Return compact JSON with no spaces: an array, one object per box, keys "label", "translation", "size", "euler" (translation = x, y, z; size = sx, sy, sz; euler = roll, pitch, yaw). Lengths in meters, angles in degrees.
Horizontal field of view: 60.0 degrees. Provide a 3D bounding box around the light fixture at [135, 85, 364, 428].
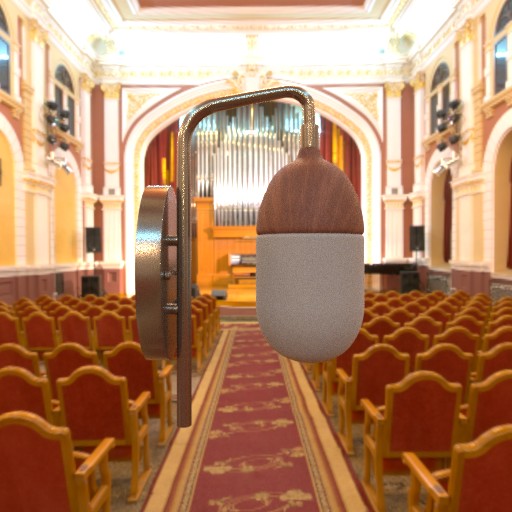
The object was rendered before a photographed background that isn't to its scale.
[{"label":"light fixture","translation":[0.000,0.000,0.448],"size":[0.216,0.343,0.108],"euler":[0,0,0]}]
